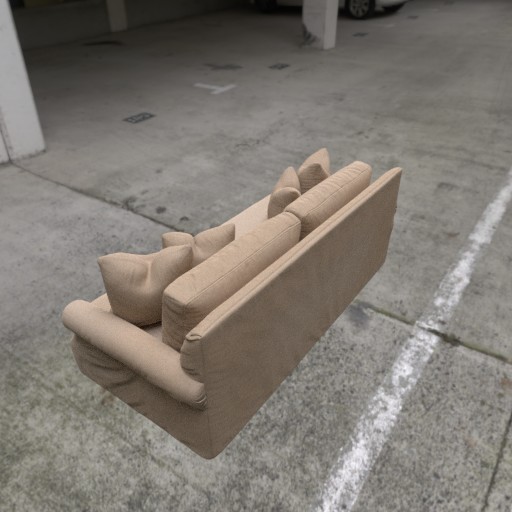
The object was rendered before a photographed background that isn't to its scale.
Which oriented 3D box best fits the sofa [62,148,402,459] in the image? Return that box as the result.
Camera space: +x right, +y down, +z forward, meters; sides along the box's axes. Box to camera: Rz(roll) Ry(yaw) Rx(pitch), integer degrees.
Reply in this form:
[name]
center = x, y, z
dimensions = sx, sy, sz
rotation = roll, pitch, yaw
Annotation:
[sofa]
center = 0.000, 0.000, 2.851
dimensions = 1.067, 0.904, 2.285
rotation = 21, 38, 29
